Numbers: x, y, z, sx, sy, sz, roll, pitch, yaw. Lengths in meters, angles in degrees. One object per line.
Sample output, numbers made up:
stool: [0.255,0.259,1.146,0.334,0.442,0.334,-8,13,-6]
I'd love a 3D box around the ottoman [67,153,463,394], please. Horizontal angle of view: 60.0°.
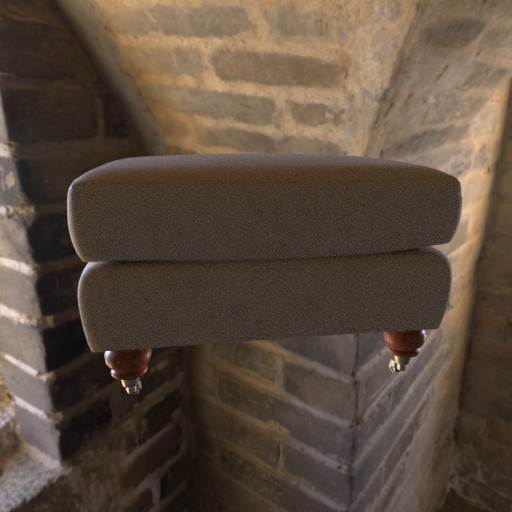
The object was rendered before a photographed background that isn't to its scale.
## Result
ottoman: [0.000,0.000,1.120,0.773,0.504,0.569,-2,15,-9]
